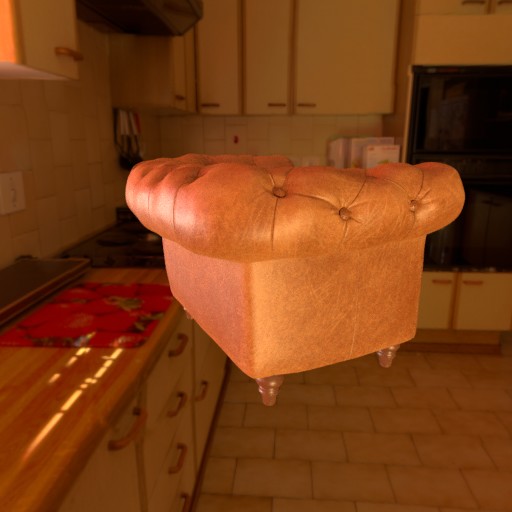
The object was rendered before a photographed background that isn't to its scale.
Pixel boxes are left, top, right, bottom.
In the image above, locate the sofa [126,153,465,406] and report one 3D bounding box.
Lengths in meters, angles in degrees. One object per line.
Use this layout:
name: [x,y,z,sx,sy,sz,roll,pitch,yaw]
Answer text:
sofa: [0.000,0.000,2.007,1.033,0.878,1.405,-7,16,-26]
